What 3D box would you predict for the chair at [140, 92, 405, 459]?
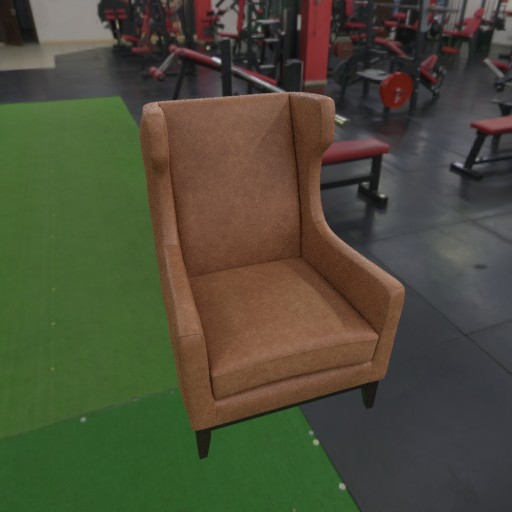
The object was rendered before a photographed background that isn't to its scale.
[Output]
[{"bbox_3d":[0.000,0.000,1.710,0.766,1.079,0.899,-10,33,-16],"label":"chair"}]
